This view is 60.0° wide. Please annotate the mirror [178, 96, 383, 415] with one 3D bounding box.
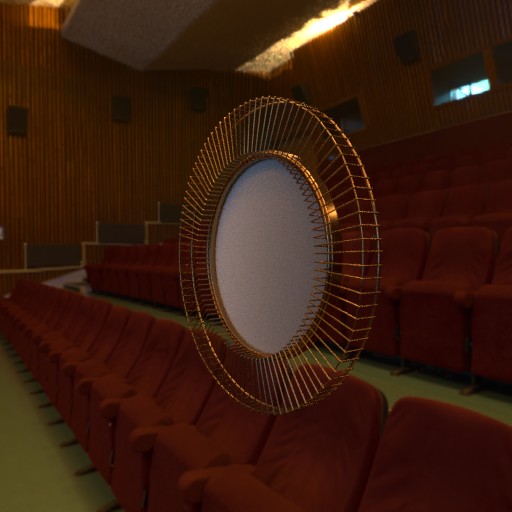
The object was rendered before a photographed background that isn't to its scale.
[{"bbox_3d":[0.000,0.000,1.036,0.067,0.703,0.703,-1,1,-35],"label":"mirror"}]
